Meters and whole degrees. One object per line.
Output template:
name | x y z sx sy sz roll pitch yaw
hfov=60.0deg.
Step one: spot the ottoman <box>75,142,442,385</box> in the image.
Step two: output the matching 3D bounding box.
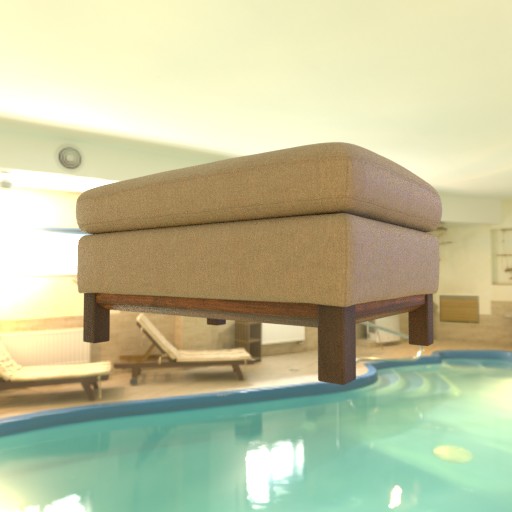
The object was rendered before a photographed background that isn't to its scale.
ottoman | 0.000 0.000 1.038 0.735 0.404 0.528 -1 -2 37
